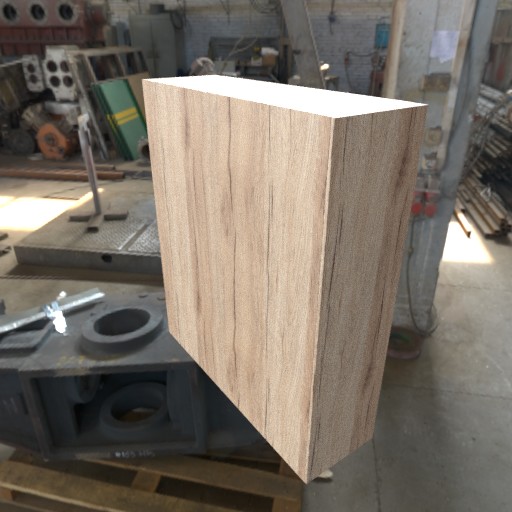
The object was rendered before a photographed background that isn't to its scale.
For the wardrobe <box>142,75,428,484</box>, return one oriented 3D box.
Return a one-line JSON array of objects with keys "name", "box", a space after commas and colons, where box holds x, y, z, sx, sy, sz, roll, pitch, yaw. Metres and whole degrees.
[{"name": "wardrobe", "box": [0.000, 0.000, 2.921, 0.580, 2.070, 1.810, -18, 32, -31]}]
